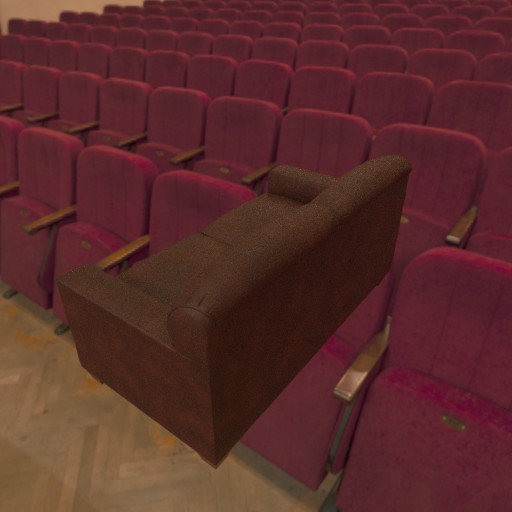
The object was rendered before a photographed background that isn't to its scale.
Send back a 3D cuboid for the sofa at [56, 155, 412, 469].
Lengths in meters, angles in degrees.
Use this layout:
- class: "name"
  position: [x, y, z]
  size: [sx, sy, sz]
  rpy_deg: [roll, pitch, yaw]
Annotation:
- class: "sofa"
  position: [0.000, 0.000, 2.477]
  size: [1.000, 0.966, 1.856]
  rpy_deg: [22, 38, 31]
